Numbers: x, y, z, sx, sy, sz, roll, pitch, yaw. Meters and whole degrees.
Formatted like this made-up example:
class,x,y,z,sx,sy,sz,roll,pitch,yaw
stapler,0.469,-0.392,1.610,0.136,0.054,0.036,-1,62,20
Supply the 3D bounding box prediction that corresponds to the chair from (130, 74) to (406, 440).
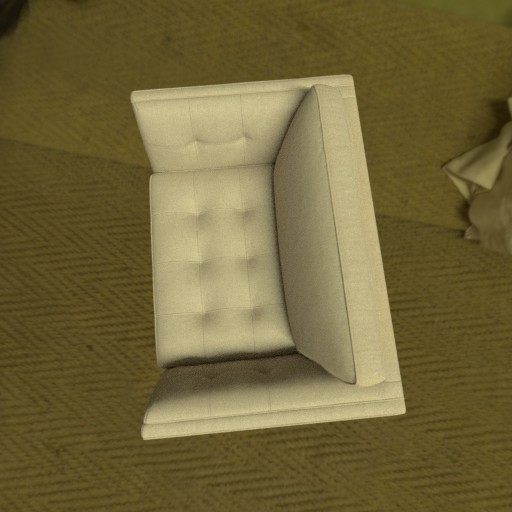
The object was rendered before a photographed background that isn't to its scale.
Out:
class,x,y,z,sx,sy,sz,roll,pitch,yaw
chair,0.000,0.000,2.024,0.965,0.940,1.397,-5,77,-1
